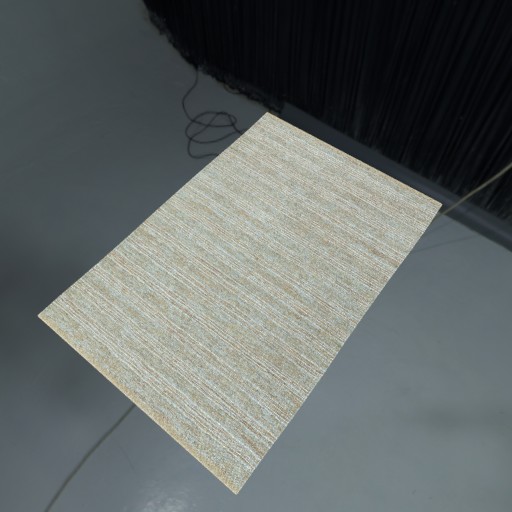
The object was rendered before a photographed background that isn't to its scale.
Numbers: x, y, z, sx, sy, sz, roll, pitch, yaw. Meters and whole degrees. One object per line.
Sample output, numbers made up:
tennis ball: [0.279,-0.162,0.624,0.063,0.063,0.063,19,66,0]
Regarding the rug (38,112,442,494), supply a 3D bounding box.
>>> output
rug: [0.000,0.000,2.307,1.240,0.010,1.824,34,64,19]
